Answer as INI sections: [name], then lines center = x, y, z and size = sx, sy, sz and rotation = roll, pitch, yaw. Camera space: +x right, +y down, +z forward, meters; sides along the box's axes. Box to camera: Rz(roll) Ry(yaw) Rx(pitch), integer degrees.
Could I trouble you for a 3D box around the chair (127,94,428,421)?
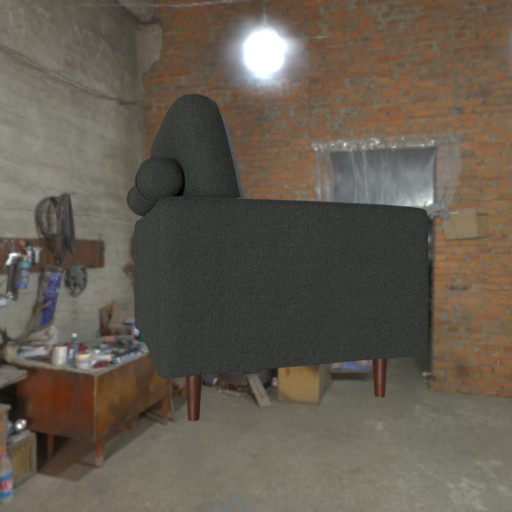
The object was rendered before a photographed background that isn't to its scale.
[chair]
center = 0.000, 0.000, 1.542
size = 0.843, 0.880, 0.821
rotation = 0, 0, -19
